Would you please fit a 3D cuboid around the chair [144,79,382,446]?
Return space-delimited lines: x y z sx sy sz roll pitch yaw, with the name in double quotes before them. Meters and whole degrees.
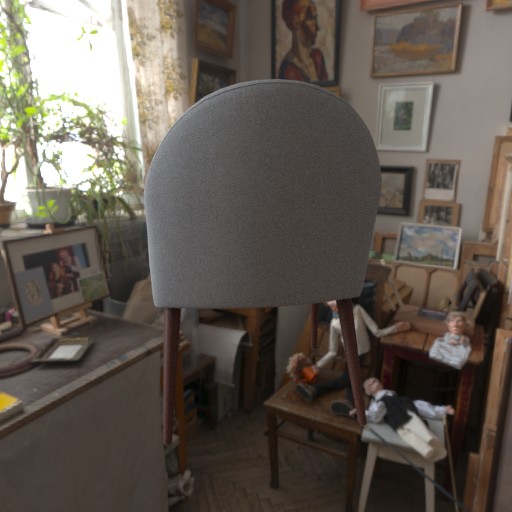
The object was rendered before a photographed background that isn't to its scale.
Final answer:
"chair" 0.000 0.000 1.298 0.610 0.889 0.620 -2 14 -9
